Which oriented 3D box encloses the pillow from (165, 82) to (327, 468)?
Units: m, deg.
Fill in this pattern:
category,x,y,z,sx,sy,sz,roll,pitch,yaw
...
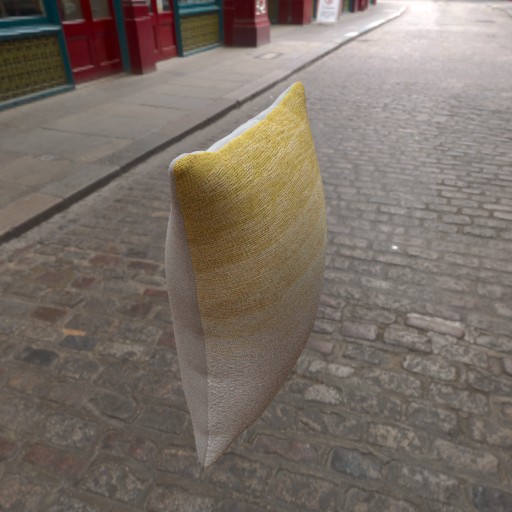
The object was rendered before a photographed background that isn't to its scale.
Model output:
category,x,y,z,sx,sy,sz,roll,pitch,yaw
pillow,0.000,0.000,0.691,0.211,0.450,0.450,10,33,16
